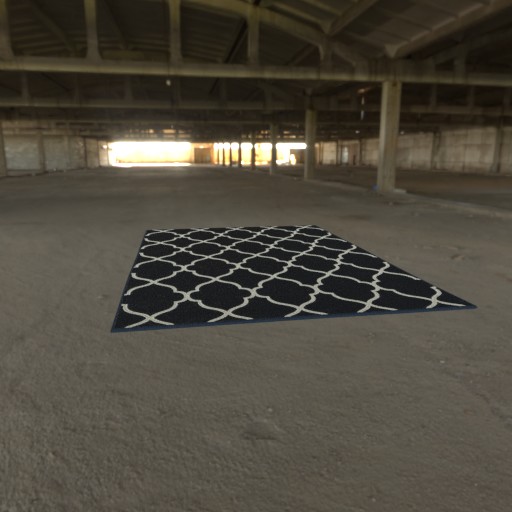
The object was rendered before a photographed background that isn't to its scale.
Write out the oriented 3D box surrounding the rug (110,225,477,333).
[{"bbox_3d":[0.000,0.000,2.863,1.526,0.014,2.290,-2,13,-10],"label":"rug"}]
